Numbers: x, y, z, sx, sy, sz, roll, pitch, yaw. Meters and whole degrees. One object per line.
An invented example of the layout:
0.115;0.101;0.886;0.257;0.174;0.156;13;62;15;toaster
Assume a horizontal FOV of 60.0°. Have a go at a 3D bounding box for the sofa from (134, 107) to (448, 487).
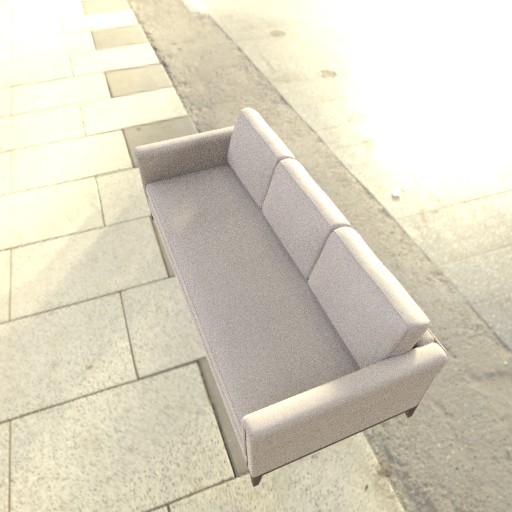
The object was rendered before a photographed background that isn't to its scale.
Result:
0.000;0.000;2.694;0.959;0.838;2.210;-17;49;-15;sofa
